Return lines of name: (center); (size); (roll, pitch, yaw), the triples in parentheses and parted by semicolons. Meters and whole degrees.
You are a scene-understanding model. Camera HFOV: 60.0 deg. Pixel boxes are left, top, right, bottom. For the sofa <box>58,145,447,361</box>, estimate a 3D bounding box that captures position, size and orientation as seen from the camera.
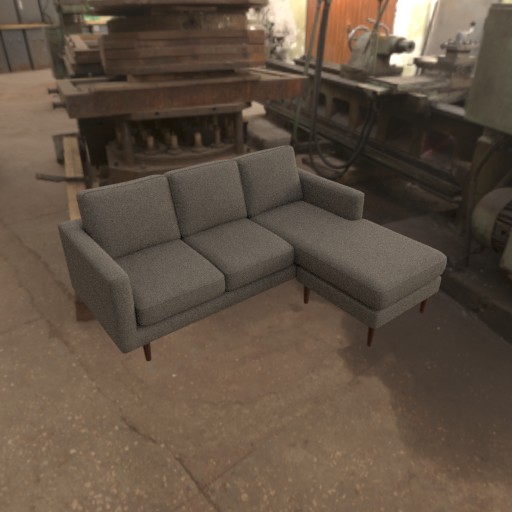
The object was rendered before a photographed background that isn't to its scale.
sofa: (0.000, 0.000, 3.024); (2.055, 0.957, 1.667); (-21, 36, -32)
